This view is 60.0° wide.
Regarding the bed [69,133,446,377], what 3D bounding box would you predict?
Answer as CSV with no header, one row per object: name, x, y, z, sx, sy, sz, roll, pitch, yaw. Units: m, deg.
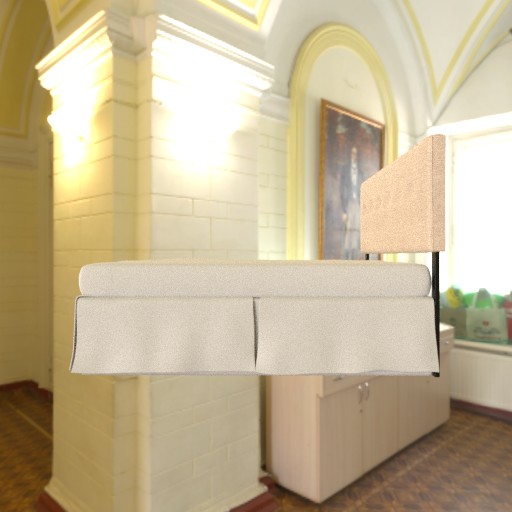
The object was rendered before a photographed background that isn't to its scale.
bed,0.000,0.000,3.092,1.978,1.270,1.643,0,0,0
